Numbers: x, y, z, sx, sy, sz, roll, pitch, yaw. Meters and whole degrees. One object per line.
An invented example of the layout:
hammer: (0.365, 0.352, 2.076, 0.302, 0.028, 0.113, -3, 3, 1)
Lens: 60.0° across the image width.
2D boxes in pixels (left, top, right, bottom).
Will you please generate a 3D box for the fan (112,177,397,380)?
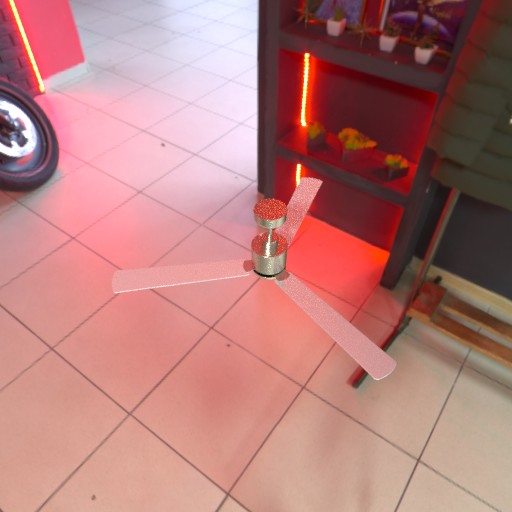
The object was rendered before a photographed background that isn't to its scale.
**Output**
fan: (0.000, 0.000, 2.359, 1.531, 0.446, 1.561, -16, 48, -15)
